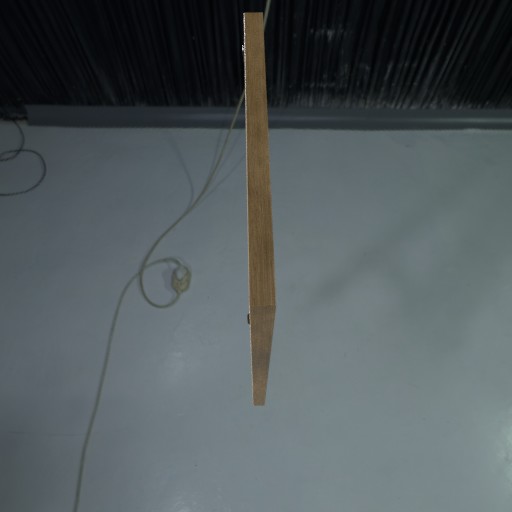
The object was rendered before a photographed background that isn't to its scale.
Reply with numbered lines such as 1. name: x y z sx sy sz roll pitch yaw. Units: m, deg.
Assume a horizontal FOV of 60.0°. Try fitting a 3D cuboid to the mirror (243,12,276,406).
1. mirror: 0.000 0.000 1.141 0.041 0.915 0.609 -1 63 -1
